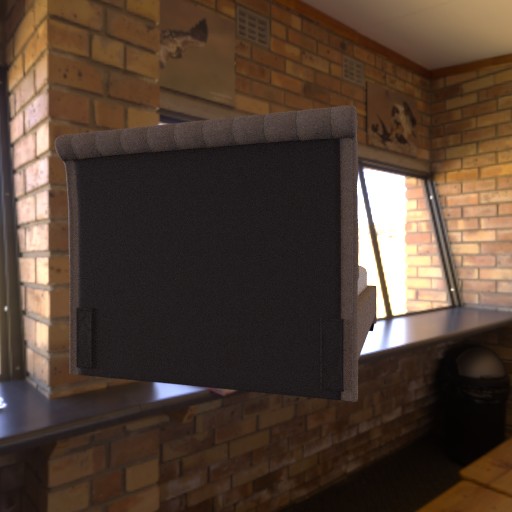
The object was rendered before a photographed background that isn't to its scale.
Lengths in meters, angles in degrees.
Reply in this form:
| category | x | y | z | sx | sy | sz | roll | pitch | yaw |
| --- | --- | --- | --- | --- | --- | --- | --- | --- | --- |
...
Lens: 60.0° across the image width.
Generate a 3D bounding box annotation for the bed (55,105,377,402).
| category | x | y | z | sx | sy | sz | roll | pitch | yaw |
| --- | --- | --- | --- | --- | --- | --- | --- | --- | --- |
| bed | 0.000 | 0.000 | 3.283 | 1.645 | 1.371 | 2.252 | 0 | 0 | 18 |
